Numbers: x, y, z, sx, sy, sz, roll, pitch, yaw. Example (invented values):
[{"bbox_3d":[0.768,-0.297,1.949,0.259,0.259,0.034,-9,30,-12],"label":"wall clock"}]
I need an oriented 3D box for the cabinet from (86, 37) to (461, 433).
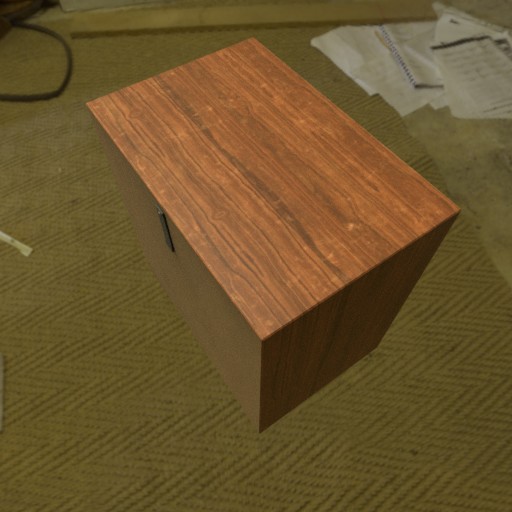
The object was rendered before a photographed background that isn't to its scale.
[{"bbox_3d":[0.000,0.000,1.093,0.410,0.695,0.607,-30,62,-18],"label":"cabinet"}]
